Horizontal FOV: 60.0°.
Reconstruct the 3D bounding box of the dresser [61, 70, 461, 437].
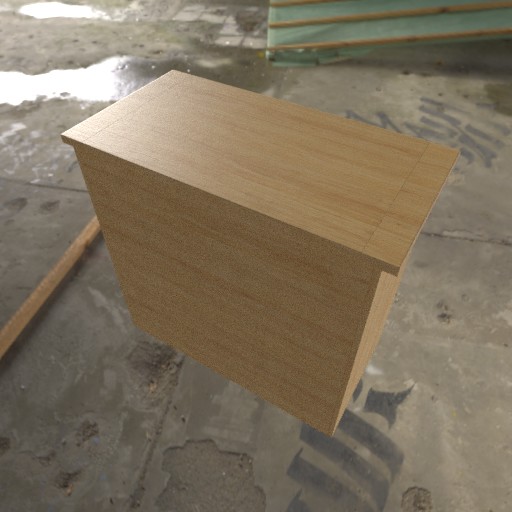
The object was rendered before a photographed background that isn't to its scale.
[{"bbox_3d":[0.000,0.000,1.253,0.800,0.730,0.410,24,50,21],"label":"dresser"}]
